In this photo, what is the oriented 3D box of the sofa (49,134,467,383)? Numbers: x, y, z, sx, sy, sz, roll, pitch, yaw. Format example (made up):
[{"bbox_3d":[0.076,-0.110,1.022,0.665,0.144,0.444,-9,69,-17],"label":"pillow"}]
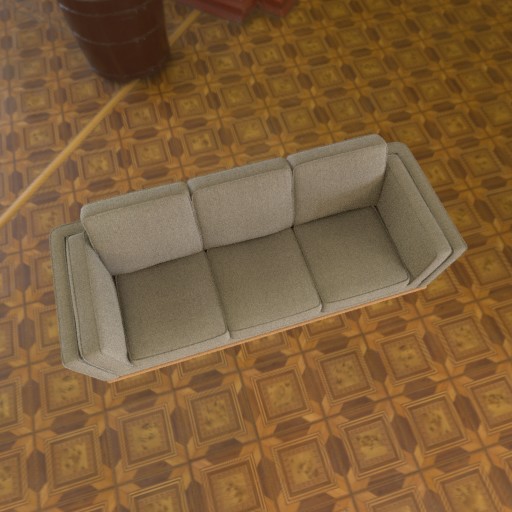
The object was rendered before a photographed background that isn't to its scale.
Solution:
[{"bbox_3d":[0.000,0.000,2.828,2.362,0.899,0.903,-15,64,-8],"label":"sofa"}]
